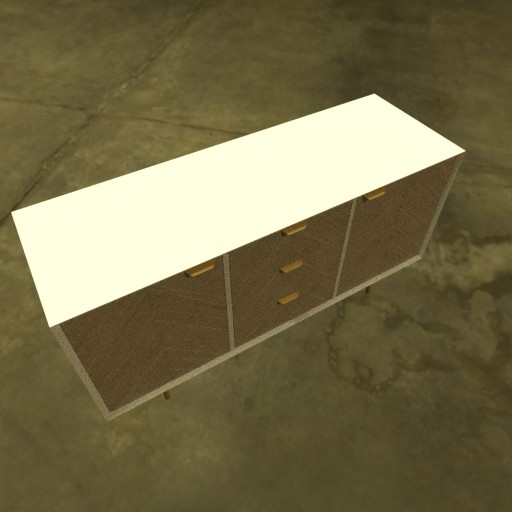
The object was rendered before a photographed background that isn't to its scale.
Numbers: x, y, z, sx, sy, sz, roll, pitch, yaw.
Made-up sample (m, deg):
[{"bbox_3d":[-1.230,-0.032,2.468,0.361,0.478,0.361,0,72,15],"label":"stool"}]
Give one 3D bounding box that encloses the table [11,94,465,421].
[{"bbox_3d":[0.000,0.000,1.798,1.500,0.769,0.508,-24,52,-20],"label":"table"}]
